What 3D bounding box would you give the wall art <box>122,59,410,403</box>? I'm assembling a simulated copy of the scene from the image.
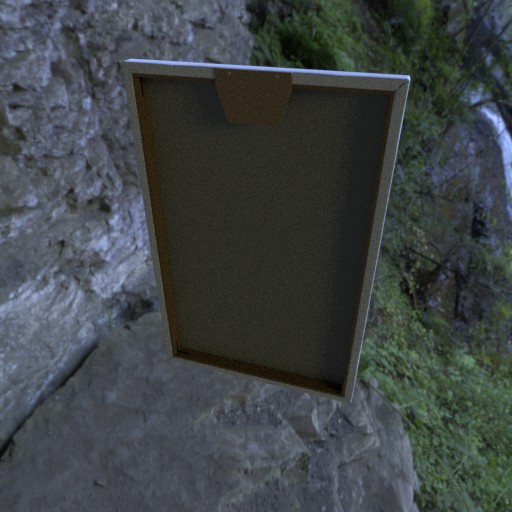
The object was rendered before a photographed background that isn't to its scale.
[{"bbox_3d":[0.000,0.000,1.153,0.602,0.916,0.048,10,35,14],"label":"wall art"}]
